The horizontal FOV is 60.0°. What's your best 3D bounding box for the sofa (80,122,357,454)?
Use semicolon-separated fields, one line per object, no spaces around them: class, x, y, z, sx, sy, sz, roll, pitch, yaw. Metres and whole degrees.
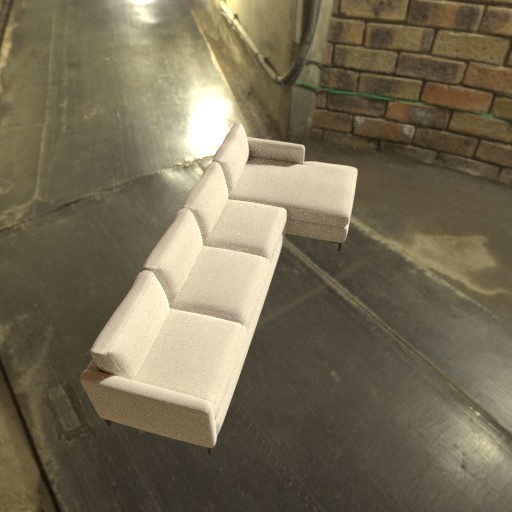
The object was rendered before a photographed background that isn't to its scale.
sofa;0.000;0.000;2.962;1.126;0.677;2.445;11;46;11
